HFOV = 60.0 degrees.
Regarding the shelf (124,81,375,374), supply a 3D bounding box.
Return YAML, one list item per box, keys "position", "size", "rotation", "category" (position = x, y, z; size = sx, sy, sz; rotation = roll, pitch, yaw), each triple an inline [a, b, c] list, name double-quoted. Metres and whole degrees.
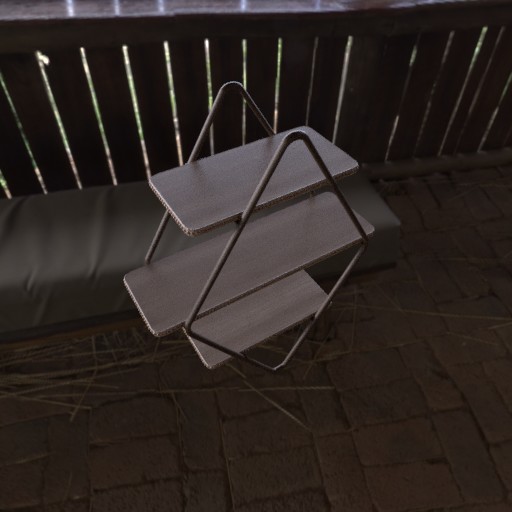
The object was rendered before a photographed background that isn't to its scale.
- position: [0.000, 0.000, 1.077]
  size: [0.609, 0.774, 0.234]
  rotation: [-24, 50, -22]
  category: "shelf"
